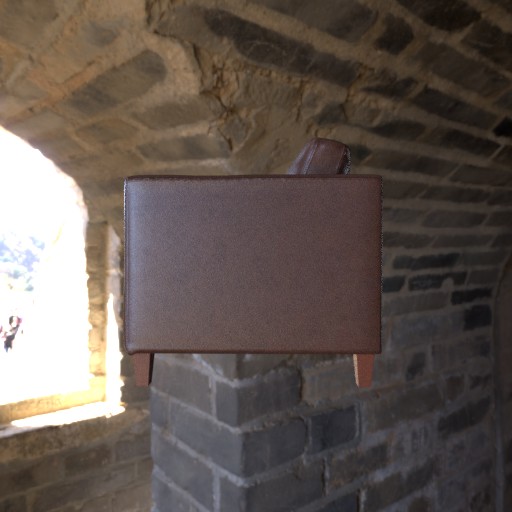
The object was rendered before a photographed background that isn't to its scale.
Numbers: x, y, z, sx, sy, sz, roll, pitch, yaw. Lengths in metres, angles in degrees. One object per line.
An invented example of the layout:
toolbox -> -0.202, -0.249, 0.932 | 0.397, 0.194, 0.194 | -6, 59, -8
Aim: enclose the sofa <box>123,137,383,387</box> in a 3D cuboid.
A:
sofa -> 0.000, 0.000, 2.480 | 0.951, 0.933, 1.883 | 0, 1, 1
